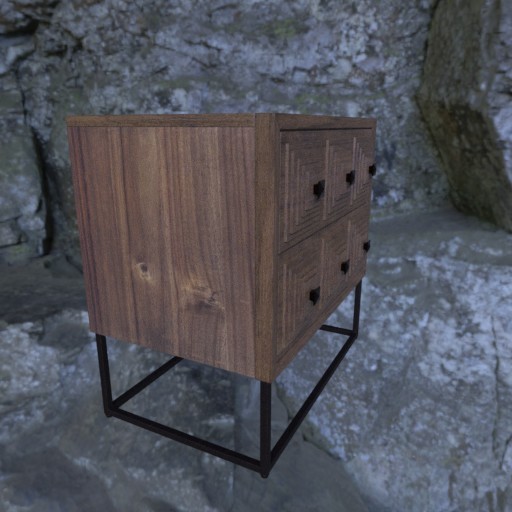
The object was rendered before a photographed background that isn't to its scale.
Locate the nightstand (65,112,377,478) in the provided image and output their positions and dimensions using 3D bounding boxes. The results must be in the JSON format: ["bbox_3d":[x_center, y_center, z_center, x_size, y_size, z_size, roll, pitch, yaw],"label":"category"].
[{"bbox_3d":[0.000,0.000,1.020,0.437,0.610,0.610,8,18,26],"label":"nightstand"}]
